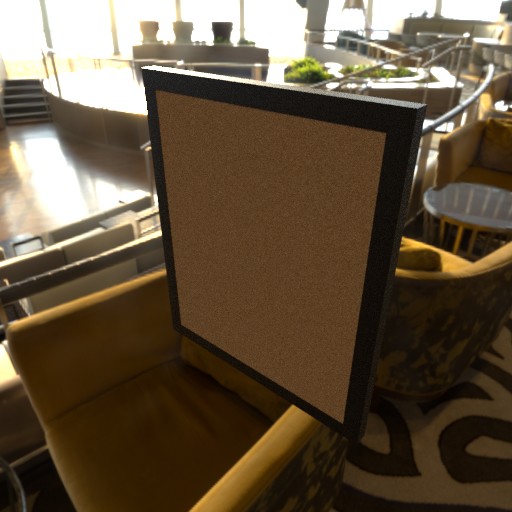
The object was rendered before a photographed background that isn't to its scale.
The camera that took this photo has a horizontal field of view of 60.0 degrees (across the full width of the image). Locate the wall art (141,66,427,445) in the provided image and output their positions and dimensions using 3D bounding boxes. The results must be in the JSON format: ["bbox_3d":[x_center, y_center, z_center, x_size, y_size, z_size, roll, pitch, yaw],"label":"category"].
[{"bbox_3d":[0.000,0.000,0.688,0.432,0.508,0.025,23,38,34],"label":"wall art"}]
